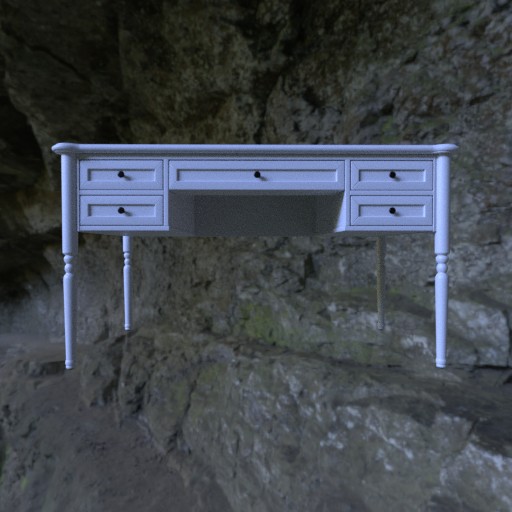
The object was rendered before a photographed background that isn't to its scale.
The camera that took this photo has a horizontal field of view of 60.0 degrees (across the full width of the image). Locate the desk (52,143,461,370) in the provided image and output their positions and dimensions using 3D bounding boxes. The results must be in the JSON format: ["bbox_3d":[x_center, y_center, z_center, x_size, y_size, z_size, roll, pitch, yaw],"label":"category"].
[{"bbox_3d":[0.000,0.000,1.871,1.380,0.762,0.807,0,1,-1],"label":"desk"}]
